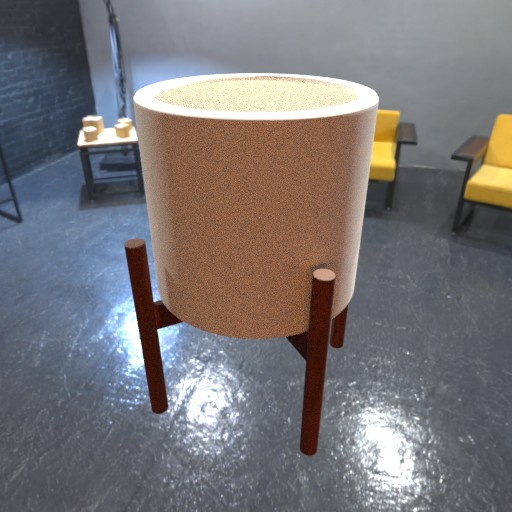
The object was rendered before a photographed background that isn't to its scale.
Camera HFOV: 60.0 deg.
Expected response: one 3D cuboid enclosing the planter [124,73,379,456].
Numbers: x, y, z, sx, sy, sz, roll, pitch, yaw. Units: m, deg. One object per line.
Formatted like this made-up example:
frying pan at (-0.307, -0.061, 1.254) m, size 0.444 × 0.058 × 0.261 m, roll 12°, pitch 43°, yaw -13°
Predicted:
planter at (0.000, 0.000, 0.502) m, size 0.224 × 0.358 × 0.224 m, roll 9°, pitch 31°, yaw 16°
